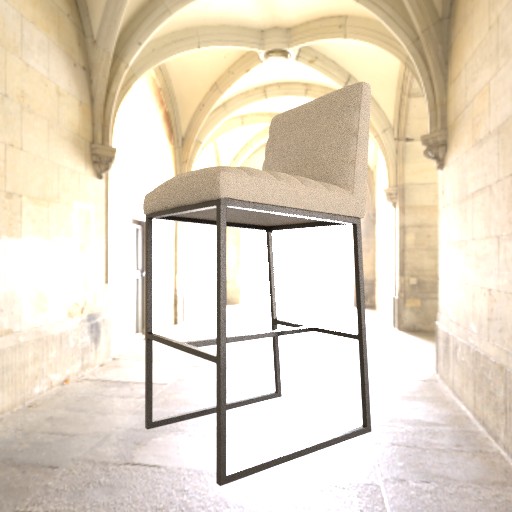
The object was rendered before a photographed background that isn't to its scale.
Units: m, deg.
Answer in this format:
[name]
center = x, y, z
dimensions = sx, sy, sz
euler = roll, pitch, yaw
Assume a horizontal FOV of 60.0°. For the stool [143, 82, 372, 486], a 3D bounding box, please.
[stool]
center = 0.000, 0.000, 1.353
dimensions = 0.573, 1.061, 0.464
euler = 0, 0, -37
